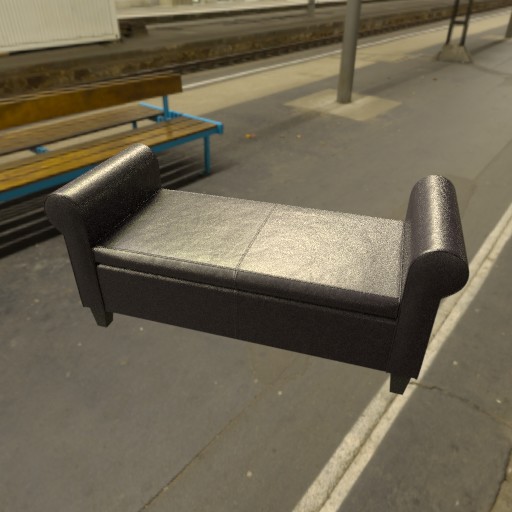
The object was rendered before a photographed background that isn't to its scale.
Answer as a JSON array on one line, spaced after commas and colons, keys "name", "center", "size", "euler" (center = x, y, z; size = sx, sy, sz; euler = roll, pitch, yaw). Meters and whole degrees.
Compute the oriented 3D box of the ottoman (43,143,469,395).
[{"name": "ottoman", "center": [0.000, 0.000, 1.562], "size": [1.256, 0.547, 0.521], "euler": [9, 34, 14]}]
